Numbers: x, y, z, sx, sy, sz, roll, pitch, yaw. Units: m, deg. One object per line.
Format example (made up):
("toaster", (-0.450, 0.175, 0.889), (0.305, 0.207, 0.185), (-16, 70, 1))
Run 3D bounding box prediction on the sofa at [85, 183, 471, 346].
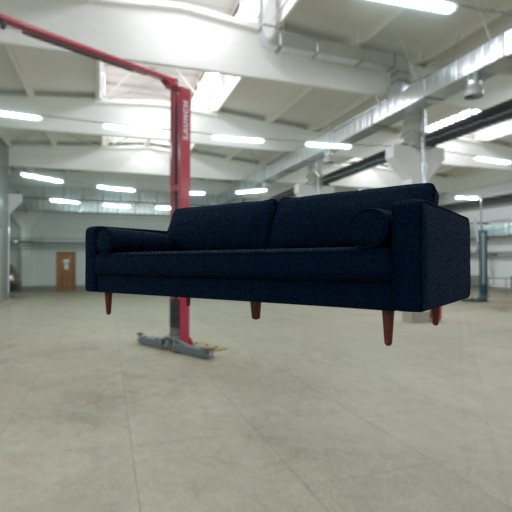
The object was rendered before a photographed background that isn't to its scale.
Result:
("sofa", (0.000, 0.000, 2.663), (2.210, 0.762, 0.914), (-1, -1, 36))
